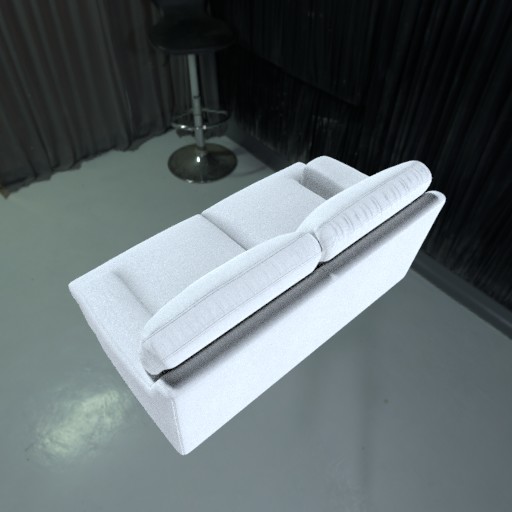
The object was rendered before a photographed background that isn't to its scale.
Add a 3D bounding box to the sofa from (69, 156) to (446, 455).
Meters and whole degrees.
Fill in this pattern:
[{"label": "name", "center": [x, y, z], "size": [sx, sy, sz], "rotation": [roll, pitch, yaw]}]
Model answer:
[{"label": "sofa", "center": [0.000, 0.000, 2.526], "size": [1.880, 0.940, 1.143], "rotation": [-32, 54, -27]}]
